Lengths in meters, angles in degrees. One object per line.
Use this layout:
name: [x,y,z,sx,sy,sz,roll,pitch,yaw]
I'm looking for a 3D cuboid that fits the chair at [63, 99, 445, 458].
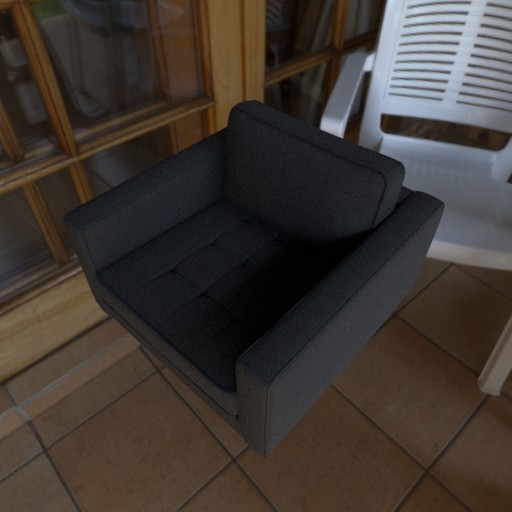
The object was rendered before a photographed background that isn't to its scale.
chair: [0.000,0.000,1.570,0.899,0.770,0.919,33,54,28]
